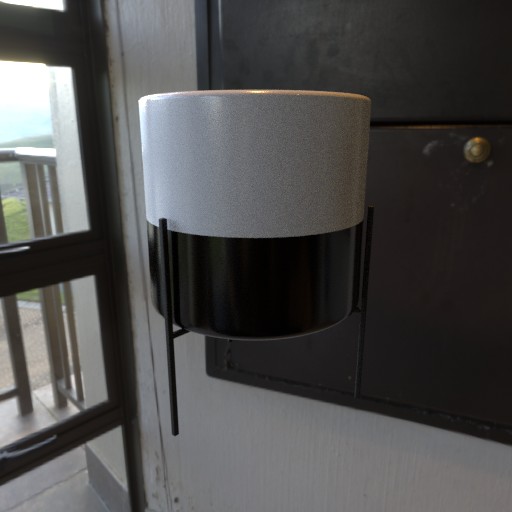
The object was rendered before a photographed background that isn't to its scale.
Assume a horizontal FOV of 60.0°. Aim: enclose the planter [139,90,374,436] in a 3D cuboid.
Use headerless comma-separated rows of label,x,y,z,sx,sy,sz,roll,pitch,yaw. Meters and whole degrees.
planter,0.000,0.000,0.644,0.310,0.432,0.310,8,18,26
